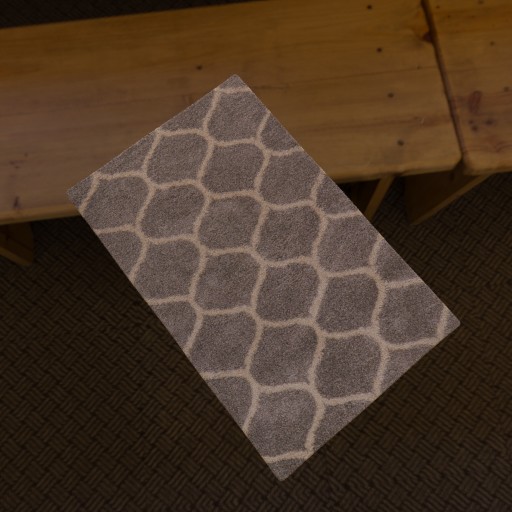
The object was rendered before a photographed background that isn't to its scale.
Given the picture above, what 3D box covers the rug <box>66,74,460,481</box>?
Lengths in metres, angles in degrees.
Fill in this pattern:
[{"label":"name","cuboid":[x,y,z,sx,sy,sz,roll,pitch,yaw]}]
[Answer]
[{"label":"rug","cuboid":[0.000,0.000,2.956,1.501,0.025,2.348,-38,79,-8]}]
